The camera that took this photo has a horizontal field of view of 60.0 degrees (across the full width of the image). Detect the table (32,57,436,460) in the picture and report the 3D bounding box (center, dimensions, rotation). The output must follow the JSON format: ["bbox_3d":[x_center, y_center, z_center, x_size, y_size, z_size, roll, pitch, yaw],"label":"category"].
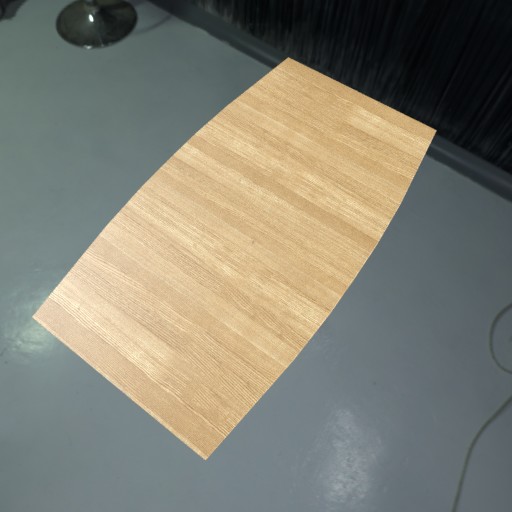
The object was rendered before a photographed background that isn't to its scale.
[{"bbox_3d":[0.000,0.000,2.065,0.900,0.748,1.598,33,68,15],"label":"table"}]
